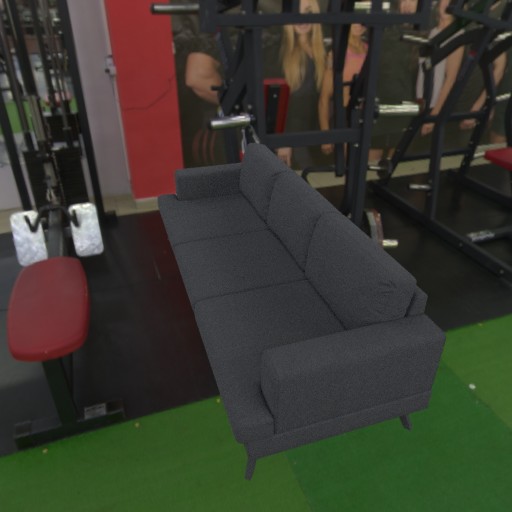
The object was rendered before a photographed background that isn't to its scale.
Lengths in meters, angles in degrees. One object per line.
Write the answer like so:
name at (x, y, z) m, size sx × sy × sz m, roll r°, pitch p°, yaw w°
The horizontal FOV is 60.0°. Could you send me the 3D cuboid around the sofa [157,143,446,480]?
sofa at (0.000, 0.000, 2.713) m, size 0.920 × 0.810 × 2.310 m, roll -10°, pitch 33°, yaw -15°
